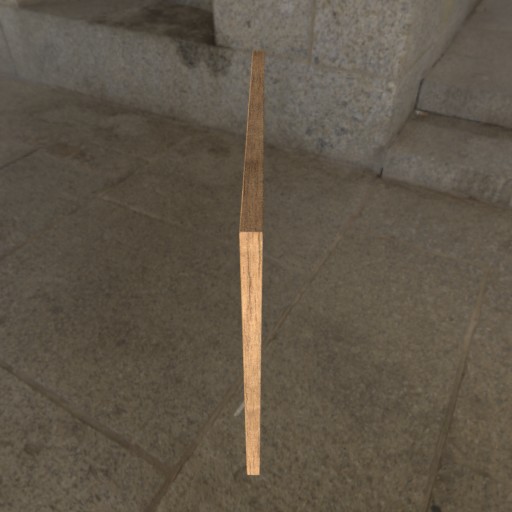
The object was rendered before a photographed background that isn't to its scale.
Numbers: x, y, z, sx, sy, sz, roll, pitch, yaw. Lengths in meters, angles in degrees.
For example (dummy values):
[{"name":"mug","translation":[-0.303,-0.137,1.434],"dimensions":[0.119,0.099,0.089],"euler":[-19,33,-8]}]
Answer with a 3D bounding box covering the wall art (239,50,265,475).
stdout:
[{"name":"wall art","translation":[0.000,0.000,1.022],"dimensions":[0.029,0.691,0.695],"euler":[1,41,1]}]
